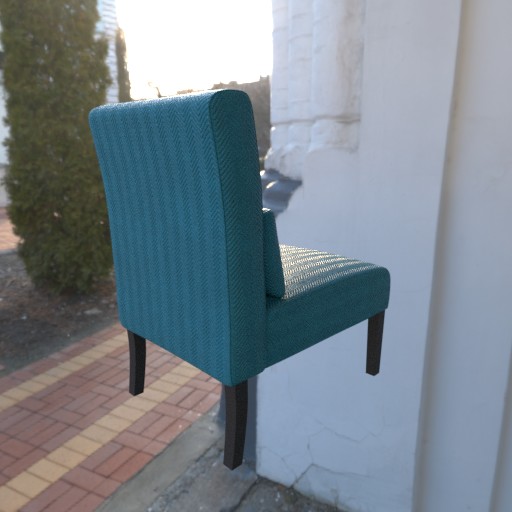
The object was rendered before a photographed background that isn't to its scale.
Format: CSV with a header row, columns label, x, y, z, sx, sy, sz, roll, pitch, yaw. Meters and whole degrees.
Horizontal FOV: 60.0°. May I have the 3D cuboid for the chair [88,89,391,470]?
label,x,y,z,sx,sy,sz,roll,pitch,yaw
chair,0.000,0.000,1.446,0.808,0.927,0.579,-13,19,-43
